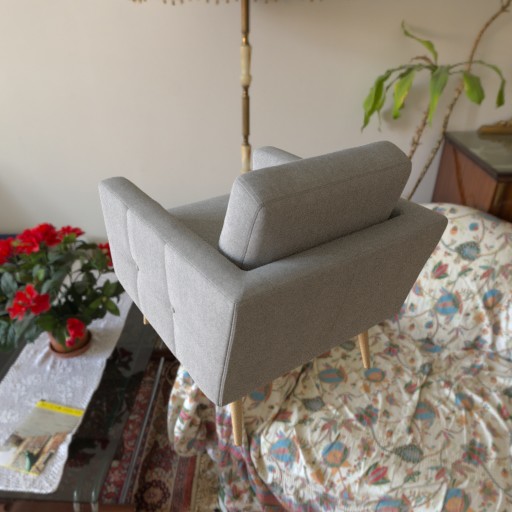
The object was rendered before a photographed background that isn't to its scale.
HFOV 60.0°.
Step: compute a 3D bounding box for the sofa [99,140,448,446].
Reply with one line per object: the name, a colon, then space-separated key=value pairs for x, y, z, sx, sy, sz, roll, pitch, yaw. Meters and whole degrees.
sofa: x=0.000 y=0.000 z=1.527 sx=0.770 sy=0.860 sz=0.920 roll=-19 pitch=35 yaw=-30
